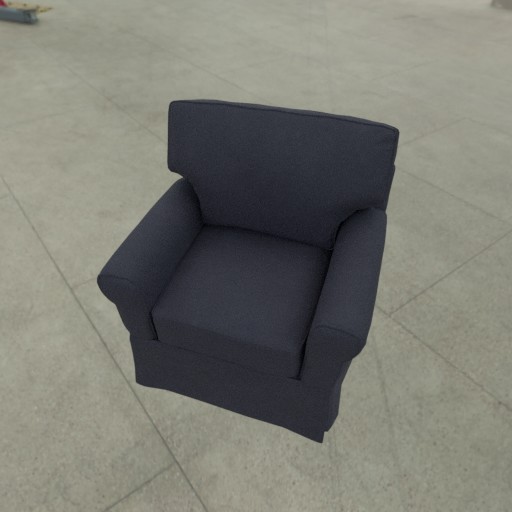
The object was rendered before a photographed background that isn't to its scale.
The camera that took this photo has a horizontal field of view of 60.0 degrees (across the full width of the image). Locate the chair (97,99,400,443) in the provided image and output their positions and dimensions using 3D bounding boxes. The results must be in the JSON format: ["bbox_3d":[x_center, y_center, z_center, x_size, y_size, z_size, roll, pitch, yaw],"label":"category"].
[{"bbox_3d":[0.000,0.000,2.028,1.119,1.140,1.002,12,42,13],"label":"chair"}]
